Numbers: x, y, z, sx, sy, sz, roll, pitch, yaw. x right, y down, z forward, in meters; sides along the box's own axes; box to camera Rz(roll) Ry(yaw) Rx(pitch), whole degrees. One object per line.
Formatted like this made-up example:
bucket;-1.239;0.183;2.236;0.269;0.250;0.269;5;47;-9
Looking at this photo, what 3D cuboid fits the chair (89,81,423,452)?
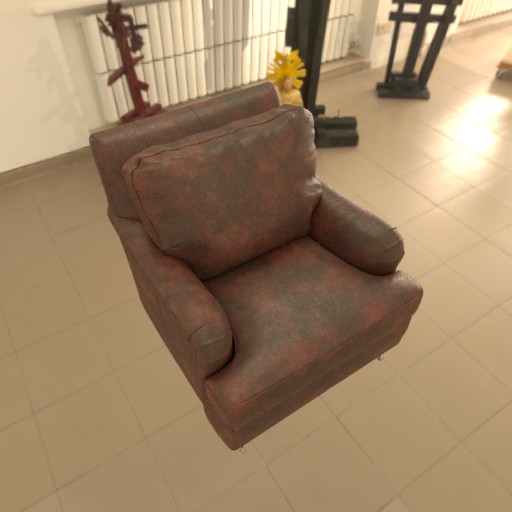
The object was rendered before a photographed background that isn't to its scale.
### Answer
chair;0.000;0.000;1.952;0.987;1.051;1.156;-25;51;-22
